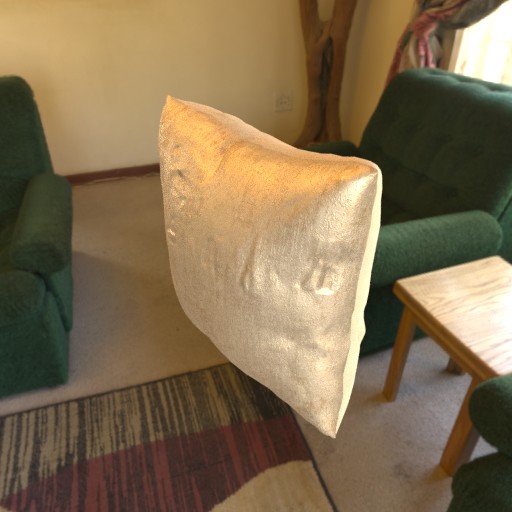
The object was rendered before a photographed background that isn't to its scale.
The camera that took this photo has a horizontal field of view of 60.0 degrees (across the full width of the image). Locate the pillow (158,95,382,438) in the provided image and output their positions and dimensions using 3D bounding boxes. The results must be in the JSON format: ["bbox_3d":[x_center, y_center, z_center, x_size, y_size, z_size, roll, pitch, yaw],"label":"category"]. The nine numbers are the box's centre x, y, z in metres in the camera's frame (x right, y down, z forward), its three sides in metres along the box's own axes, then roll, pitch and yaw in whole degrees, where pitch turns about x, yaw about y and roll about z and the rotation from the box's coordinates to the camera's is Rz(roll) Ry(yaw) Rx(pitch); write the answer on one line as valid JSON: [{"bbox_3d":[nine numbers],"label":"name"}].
[{"bbox_3d":[0.000,0.000,0.735,0.245,0.448,0.450,-22,39,-30],"label":"pillow"}]
